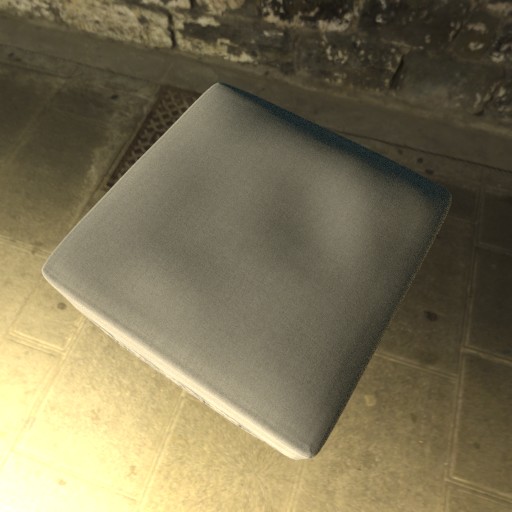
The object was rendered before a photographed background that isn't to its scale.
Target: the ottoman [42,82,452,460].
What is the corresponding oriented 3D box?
[{"bbox_3d":[0.000,0.000,1.338,0.843,0.436,0.840,30,67,14],"label":"ottoman"}]
